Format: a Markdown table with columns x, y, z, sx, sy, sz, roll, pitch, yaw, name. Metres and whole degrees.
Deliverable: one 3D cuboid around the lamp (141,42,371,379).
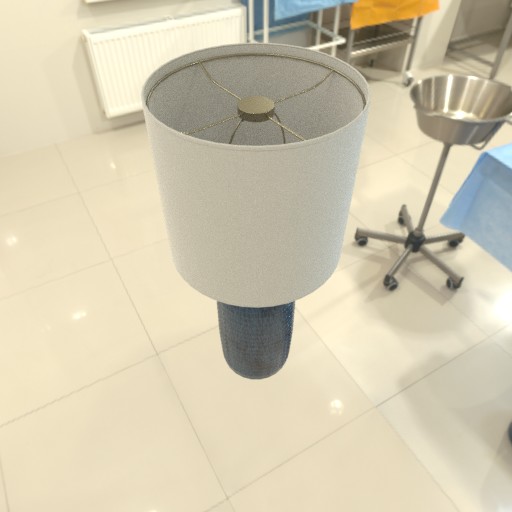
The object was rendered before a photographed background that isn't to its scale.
| x | y | z | sx | sy | sz | roll | pitch | yaw | name |
| --- | --- | --- | --- | --- | --- | --- | --- | --- | --- |
| 0.000 | 0.000 | 0.601 | 0.220 | 0.475 | 0.220 | -17 | 48 | -16 | lamp |
